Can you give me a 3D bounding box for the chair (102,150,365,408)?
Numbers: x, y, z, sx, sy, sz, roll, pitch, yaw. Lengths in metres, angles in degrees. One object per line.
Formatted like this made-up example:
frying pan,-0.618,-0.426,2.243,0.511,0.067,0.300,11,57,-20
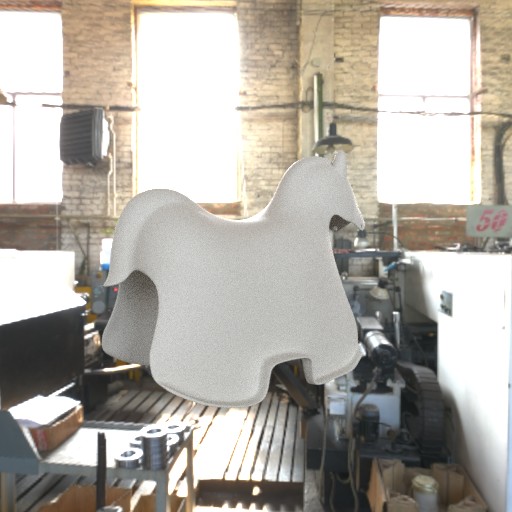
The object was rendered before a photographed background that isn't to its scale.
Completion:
chair,0.000,0.000,1.174,0.800,0.612,0.429,-1,1,-36
